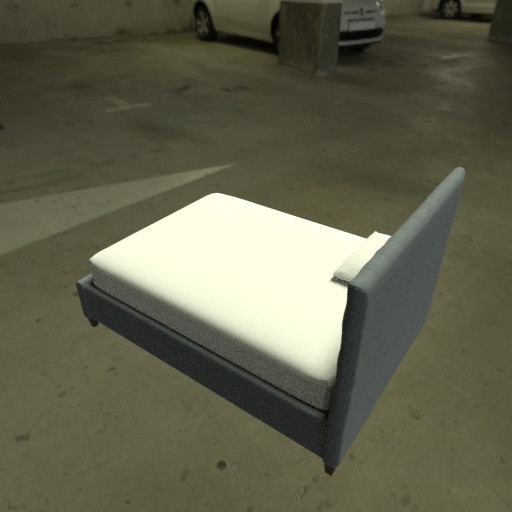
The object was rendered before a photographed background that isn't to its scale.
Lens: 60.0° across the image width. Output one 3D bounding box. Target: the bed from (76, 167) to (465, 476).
[{"bbox_3d":[0.000,0.000,3.372,2.335,1.411,1.698,21,38,30],"label":"bed"}]
